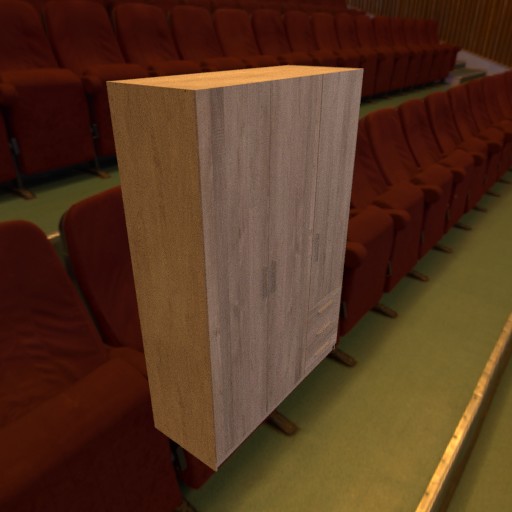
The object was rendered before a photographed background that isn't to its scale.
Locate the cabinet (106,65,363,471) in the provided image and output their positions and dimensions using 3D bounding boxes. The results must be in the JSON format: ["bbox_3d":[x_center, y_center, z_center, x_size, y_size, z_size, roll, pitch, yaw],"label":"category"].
[{"bbox_3d":[0.000,0.000,2.509,0.510,1.910,1.290,19,32,33],"label":"cabinet"}]
